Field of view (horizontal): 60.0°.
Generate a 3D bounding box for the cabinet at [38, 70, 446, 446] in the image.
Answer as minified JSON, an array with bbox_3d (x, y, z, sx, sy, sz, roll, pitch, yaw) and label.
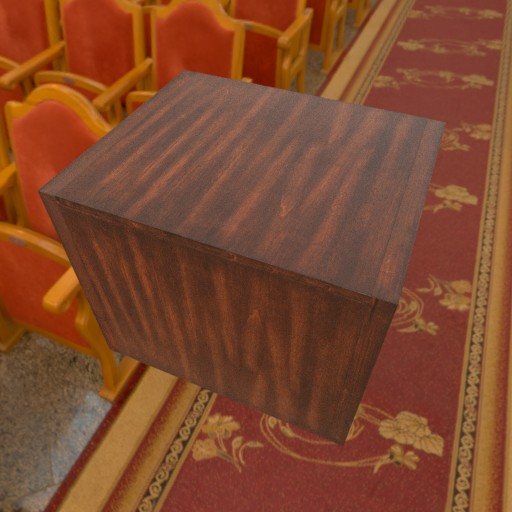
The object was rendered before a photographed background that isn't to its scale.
[{"bbox_3d":[0.000,0.000,0.829,0.500,0.455,0.402,17,49,16],"label":"cabinet"}]
